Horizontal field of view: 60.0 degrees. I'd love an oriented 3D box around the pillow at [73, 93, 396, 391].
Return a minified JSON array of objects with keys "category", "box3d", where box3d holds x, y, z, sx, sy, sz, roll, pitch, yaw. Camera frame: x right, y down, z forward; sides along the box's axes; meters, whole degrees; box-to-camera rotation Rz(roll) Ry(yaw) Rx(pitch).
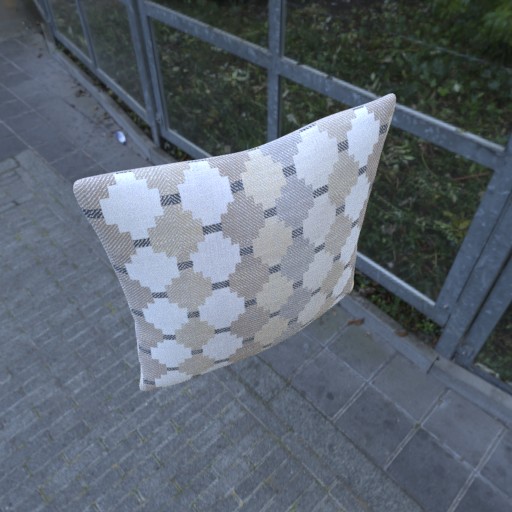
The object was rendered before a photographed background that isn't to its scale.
[{"category":"pillow","box3d":[0.000,0.000,0.870,0.578,0.558,0.192,-23,50,-21]}]
